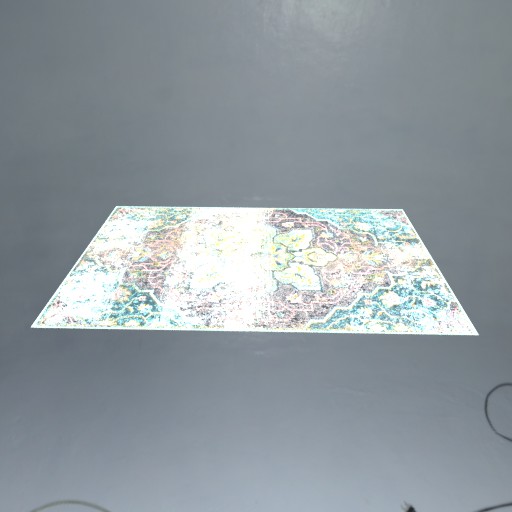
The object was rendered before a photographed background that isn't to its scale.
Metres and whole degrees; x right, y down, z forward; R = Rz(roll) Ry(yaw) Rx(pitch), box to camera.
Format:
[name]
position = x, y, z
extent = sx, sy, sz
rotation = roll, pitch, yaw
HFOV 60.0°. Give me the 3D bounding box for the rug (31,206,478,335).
[rug]
position = 0.000, 0.000, 2.964
extent = 2.363, 0.004, 1.566
rotation = 1, 31, 2
